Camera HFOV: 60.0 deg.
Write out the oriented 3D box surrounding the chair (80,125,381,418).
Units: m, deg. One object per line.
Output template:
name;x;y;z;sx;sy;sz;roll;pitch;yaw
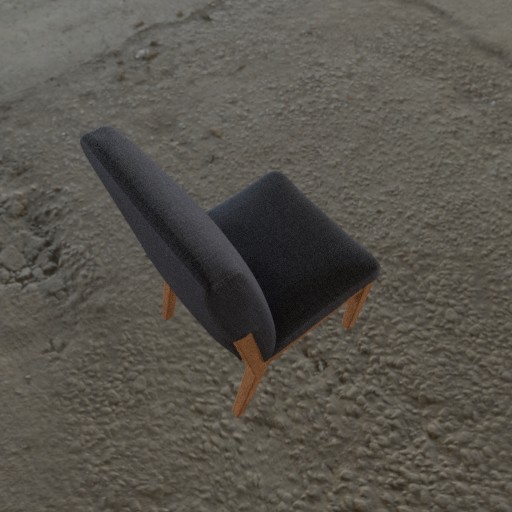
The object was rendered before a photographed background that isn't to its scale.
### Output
chair;0.000;0.000;1.284;0.586;0.911;0.507;-33;63;-19
